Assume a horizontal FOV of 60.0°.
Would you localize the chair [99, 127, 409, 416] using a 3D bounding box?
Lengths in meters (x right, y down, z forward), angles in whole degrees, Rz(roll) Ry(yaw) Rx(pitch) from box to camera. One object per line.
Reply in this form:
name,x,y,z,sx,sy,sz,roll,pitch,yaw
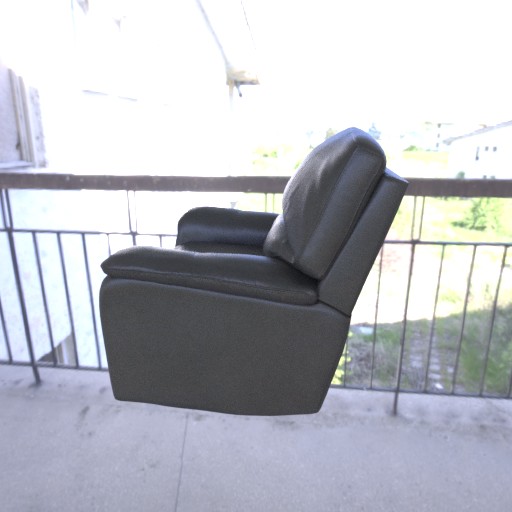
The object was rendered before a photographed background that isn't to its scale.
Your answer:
chair,0.000,0.000,1.985,1.087,1.109,1.096,2,16,8
